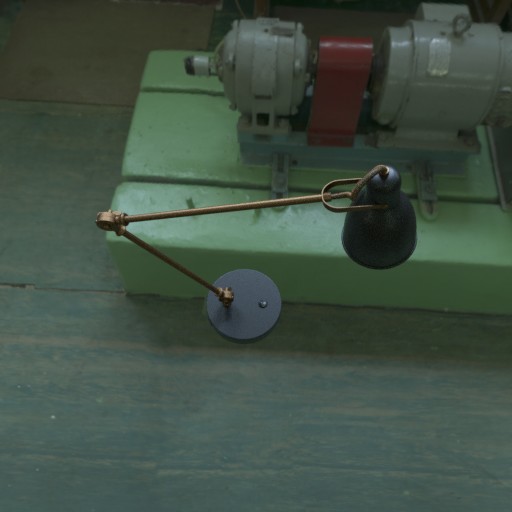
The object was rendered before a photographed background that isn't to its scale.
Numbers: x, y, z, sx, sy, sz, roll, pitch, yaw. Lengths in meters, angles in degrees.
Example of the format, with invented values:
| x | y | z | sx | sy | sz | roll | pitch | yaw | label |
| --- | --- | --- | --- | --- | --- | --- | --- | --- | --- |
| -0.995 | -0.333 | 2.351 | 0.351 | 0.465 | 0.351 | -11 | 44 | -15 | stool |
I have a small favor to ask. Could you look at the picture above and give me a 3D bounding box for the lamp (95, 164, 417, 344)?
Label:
| x | y | z | sx | sy | sz | roll | pitch | yaw | label |
| --- | --- | --- | --- | --- | --- | --- | --- | --- | --- |
| 0.000 | 0.000 | 0.868 | 0.561 | 0.587 | 0.187 | 2 | 63 | 1 | lamp |
